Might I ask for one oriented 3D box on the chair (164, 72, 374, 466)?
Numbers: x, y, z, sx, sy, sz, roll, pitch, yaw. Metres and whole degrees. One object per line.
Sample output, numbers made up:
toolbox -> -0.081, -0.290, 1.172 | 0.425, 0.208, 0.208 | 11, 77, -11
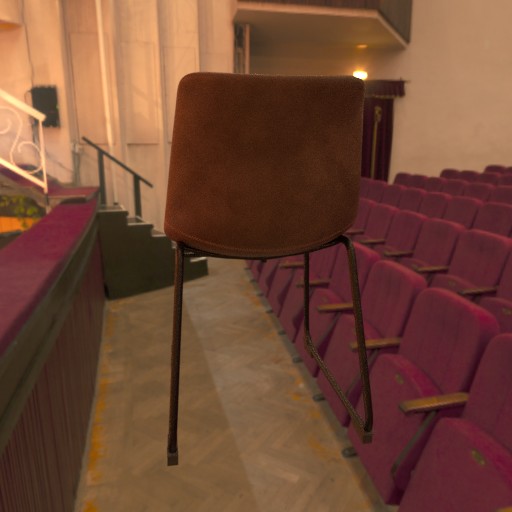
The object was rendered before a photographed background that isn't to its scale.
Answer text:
chair -> 0.000, 0.000, 1.101 | 0.460, 0.780, 0.551 | -2, 14, -9
